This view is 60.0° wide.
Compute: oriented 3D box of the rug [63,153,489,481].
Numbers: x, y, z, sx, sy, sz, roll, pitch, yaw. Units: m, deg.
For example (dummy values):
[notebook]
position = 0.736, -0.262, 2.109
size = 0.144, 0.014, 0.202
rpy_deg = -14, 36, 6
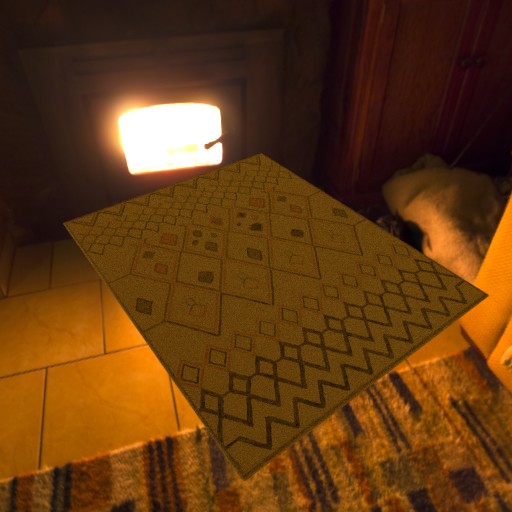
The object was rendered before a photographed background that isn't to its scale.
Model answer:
[rug]
position = 0.000, 0.000, 3.963
size = 2.441, 0.016, 3.050
rpy_deg = -26, 47, -27
